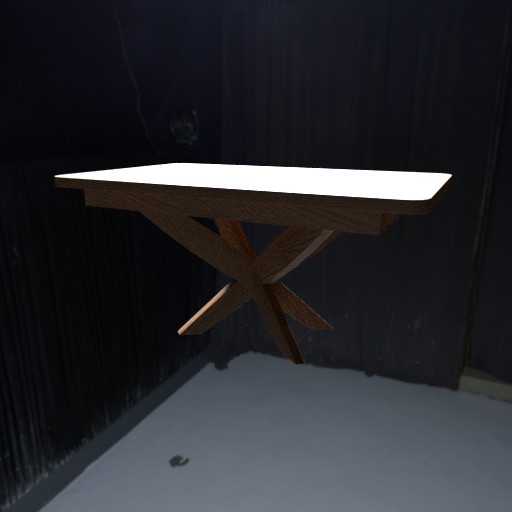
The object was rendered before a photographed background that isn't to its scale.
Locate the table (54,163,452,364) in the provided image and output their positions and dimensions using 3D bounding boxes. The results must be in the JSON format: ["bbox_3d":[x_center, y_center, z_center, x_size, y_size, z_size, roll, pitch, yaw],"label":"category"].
[{"bbox_3d":[0.000,0.000,2.136,1.600,0.770,0.950,8,18,26],"label":"table"}]
